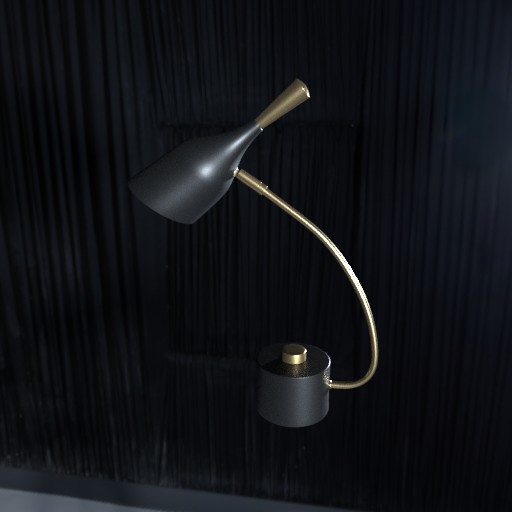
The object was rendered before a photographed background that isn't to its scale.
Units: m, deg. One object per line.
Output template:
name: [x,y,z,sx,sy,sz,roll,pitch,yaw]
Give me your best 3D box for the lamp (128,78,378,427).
lamp: [0.000,0.000,0.623,0.352,0.464,0.110,2,15,8]
